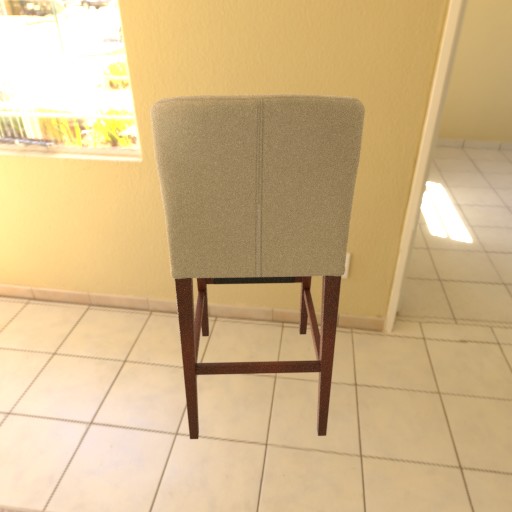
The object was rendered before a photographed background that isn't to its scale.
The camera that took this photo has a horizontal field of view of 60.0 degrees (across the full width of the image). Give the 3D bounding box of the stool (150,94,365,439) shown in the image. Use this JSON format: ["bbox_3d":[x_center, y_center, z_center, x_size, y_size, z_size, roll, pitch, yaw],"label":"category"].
[{"bbox_3d":[0.000,0.000,1.370,0.479,1.069,0.568,-1,32,-1],"label":"stool"}]
